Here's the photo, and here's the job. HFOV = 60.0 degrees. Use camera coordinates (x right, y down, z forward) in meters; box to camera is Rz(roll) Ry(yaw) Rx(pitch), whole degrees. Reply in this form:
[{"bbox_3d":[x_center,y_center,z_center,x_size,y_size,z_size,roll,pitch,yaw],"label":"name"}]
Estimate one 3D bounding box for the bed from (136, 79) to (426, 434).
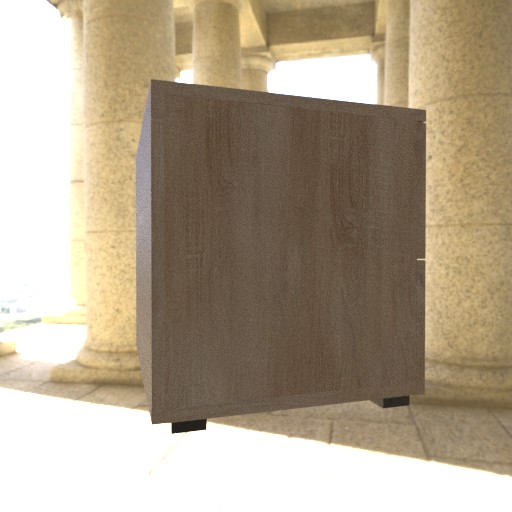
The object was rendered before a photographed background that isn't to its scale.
[{"bbox_3d":[0.000,0.000,0.798,0.401,0.420,0.460,0,1,-17],"label":"bed"}]
